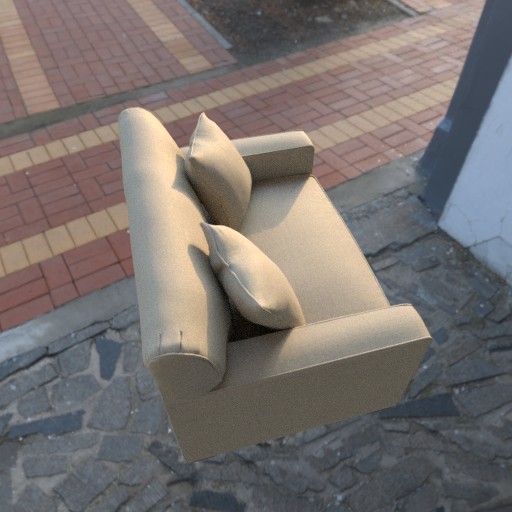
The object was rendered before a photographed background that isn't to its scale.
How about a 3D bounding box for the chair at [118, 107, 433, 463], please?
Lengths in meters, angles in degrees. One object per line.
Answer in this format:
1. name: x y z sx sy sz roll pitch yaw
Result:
1. chair: 0.000 0.000 2.028 1.000 0.948 1.383 -11 49 -10
